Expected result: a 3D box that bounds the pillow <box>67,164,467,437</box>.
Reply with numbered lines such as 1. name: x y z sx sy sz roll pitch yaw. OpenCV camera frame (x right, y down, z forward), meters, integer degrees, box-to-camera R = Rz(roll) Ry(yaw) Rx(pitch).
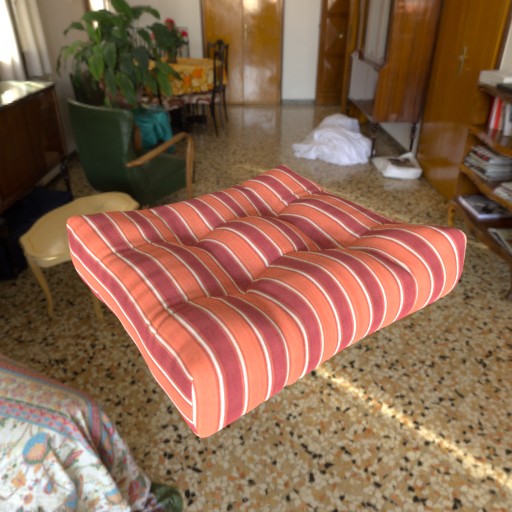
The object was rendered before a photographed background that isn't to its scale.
1. pillow: 0.000 0.000 0.727 0.490 0.133 0.468 -20 35 -31
